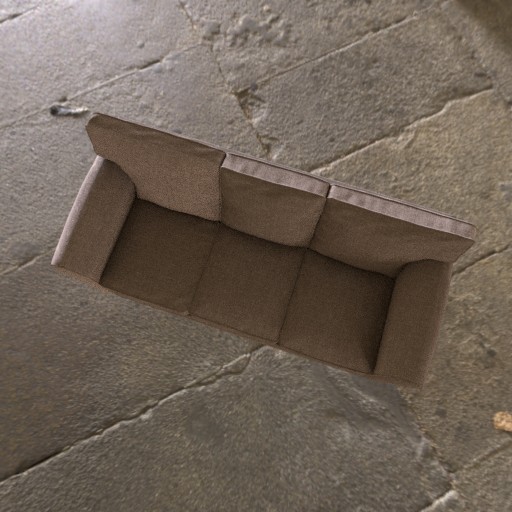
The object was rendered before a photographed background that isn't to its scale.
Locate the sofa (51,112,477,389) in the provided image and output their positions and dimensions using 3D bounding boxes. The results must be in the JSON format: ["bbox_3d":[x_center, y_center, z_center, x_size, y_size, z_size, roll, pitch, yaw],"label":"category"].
[{"bbox_3d":[0.000,0.000,2.556,2.084,0.961,0.916,18,76,5],"label":"sofa"}]
